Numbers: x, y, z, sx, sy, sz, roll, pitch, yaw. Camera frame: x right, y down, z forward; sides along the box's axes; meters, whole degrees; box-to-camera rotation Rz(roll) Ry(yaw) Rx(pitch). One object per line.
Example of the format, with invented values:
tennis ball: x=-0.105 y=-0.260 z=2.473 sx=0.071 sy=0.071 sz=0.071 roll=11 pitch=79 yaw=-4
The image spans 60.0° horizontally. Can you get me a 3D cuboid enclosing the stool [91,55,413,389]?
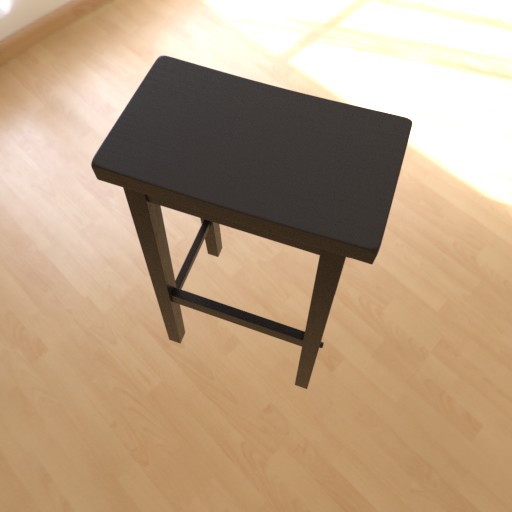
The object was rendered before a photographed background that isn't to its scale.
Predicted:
stool: x=0.000 y=0.000 z=0.958 sx=0.406 sy=0.742 sz=0.322 roll=18 pitch=65 yaw=8
